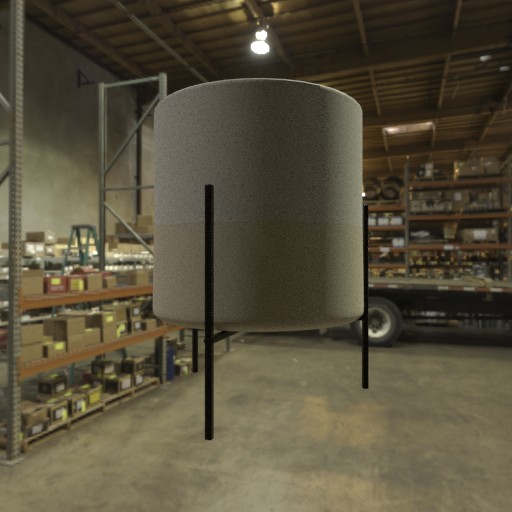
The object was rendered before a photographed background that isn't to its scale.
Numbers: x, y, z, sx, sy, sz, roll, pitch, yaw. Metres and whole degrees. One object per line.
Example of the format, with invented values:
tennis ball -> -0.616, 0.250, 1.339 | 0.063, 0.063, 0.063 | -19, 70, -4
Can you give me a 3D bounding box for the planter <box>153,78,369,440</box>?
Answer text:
planter -> 0.000, 0.000, 0.665 | 0.313, 0.423, 0.335 | 0, 0, 19
